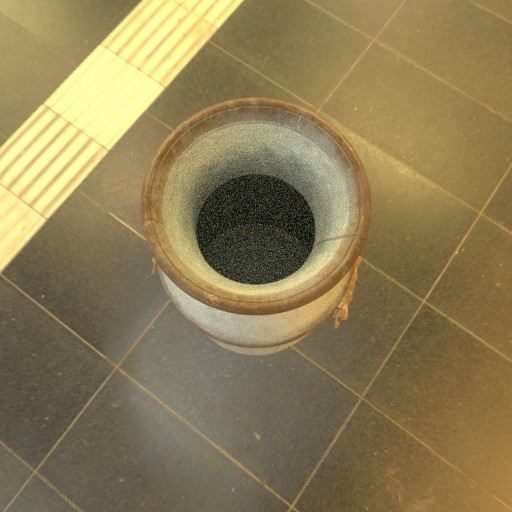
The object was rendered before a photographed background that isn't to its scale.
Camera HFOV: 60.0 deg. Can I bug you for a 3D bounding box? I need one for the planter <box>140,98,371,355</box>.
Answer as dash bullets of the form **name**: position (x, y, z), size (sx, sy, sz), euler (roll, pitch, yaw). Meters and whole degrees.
- **planter**: position (0.000, 0.000, 0.511), size (0.248, 0.358, 0.215), euler (16, 76, 4)
